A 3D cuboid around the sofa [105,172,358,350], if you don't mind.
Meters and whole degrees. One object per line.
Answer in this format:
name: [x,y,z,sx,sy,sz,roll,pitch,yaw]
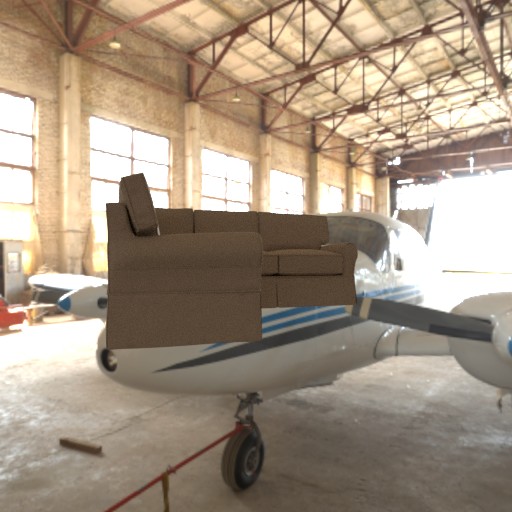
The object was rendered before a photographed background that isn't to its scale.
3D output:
sofa: [0.000,0.000,4.288,2.733,1.124,2.730,0,0,-18]
